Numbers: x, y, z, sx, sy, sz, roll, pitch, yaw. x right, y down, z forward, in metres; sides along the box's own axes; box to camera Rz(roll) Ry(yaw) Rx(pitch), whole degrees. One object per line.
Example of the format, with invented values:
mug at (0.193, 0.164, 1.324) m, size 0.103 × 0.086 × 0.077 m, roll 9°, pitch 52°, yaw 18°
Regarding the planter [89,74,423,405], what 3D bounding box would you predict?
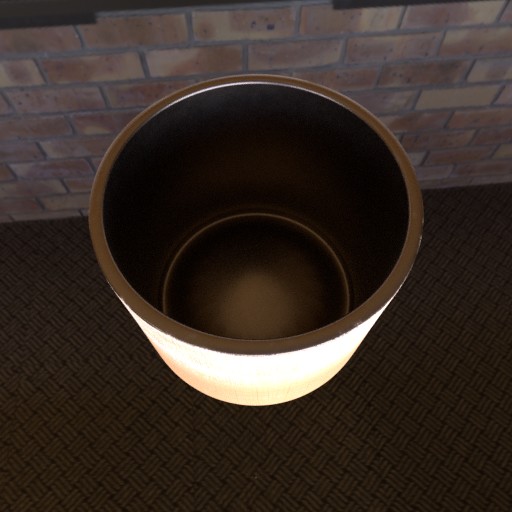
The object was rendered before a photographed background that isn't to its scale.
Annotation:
planter at (0.000, 0.000, 0.430) m, size 0.254 × 0.221 × 0.254 m, roll 0°, pitch 63°, yaw 0°
